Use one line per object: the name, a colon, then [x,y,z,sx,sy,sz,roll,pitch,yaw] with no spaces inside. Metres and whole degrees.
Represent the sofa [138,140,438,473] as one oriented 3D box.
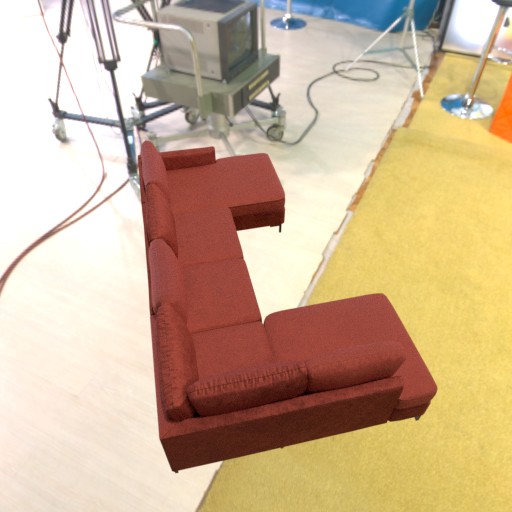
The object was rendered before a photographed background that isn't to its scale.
sofa: [0.000,0.000,4.326,2.055,0.992,3.434,-9,47,-9]
